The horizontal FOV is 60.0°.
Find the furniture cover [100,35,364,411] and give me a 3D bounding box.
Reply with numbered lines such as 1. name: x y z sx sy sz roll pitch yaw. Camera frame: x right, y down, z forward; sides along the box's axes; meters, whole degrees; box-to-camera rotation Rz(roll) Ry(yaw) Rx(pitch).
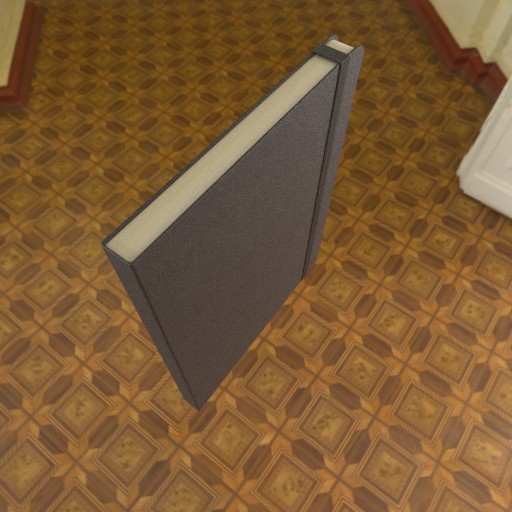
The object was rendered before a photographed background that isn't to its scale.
1. furniture cover: 0.000 0.000 0.366 0.023 0.281 0.216 32 63 18
